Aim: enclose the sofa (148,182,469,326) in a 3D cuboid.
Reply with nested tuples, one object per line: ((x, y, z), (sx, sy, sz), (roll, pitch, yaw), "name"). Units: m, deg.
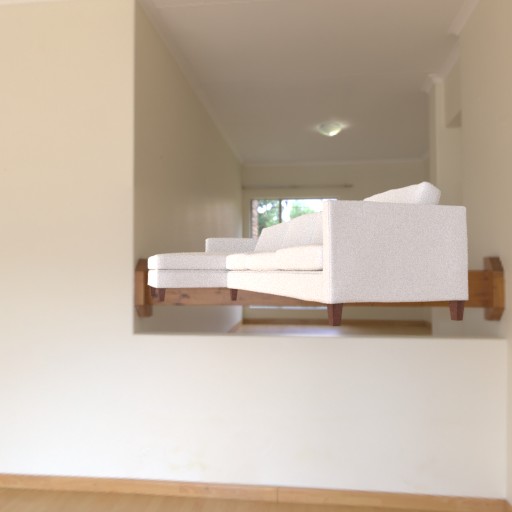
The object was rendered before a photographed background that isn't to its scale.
((0.000, 0.000, 3.889), (1.625, 0.846, 3.186), (1, -2, -18), "sofa")
